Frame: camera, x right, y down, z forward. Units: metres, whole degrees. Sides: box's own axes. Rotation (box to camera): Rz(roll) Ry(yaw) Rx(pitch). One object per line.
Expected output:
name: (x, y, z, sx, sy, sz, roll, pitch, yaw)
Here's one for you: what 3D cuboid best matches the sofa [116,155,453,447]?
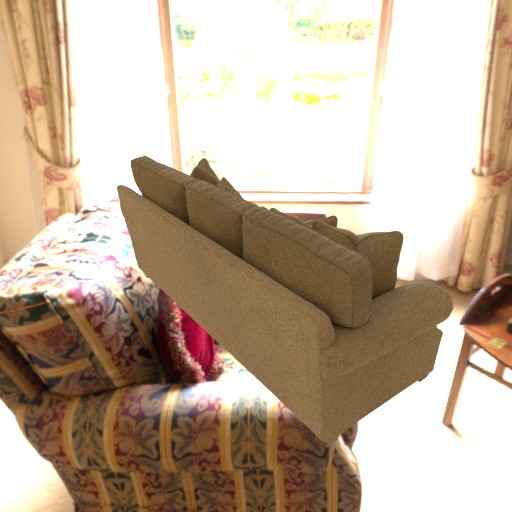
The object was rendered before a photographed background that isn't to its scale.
sofa: (0.000, 0.000, 2.835, 0.965, 0.975, 2.312, -18, 32, -32)
